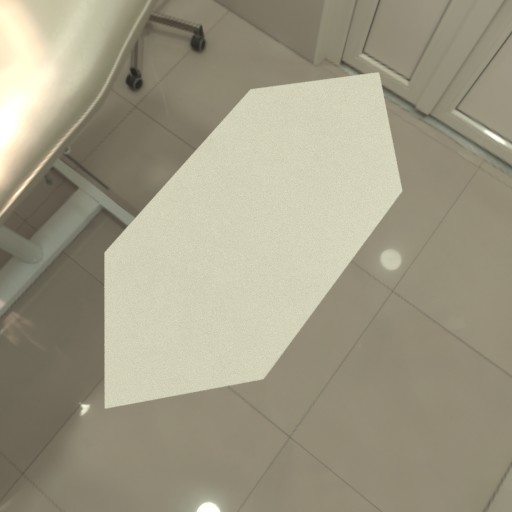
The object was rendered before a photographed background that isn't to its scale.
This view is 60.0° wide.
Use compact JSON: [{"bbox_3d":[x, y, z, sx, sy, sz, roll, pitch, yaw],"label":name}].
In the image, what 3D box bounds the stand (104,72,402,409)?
[{"bbox_3d":[0.000,0.000,1.363,0.477,0.614,1.072,37,78,9],"label":"stand"}]
